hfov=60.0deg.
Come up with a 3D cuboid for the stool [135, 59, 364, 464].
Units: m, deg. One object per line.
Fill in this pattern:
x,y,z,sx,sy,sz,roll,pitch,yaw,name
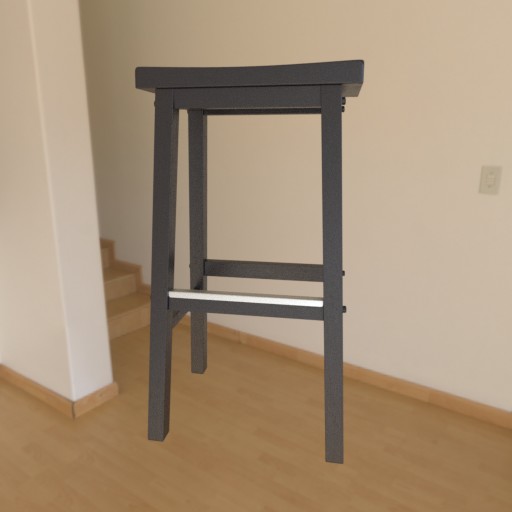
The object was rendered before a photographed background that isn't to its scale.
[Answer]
0.000,0.000,0.963,0.406,0.742,0.322,3,14,10,stool
